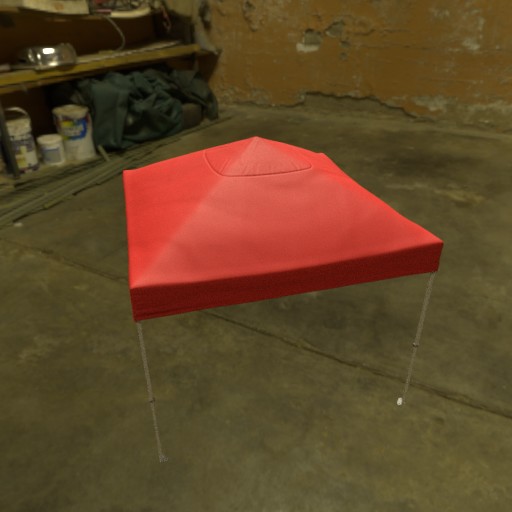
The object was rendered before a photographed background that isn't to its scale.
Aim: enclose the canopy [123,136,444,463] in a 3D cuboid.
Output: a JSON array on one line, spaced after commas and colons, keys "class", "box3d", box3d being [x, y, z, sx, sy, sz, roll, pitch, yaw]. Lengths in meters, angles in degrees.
[{"class": "canopy", "box3d": [0.000, 0.000, 5.568, 2.998, 2.997, 2.996, -8, 31, -13]}]
